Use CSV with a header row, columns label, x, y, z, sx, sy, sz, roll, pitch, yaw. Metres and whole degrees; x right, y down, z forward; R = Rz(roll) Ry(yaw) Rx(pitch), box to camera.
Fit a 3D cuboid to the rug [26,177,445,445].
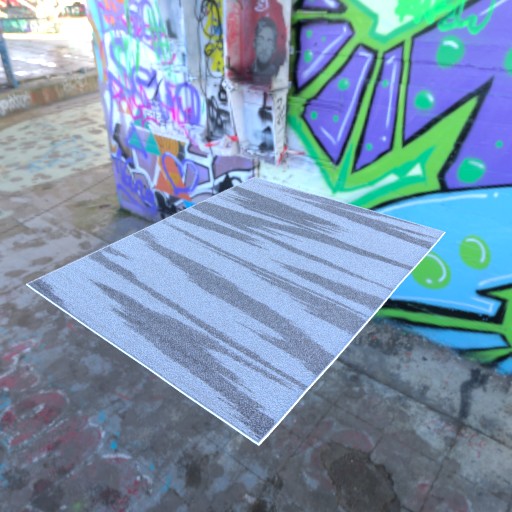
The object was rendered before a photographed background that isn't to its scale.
label,x,y,z,sx,sy,sz,roll,pitch,yaw
rug,0.000,0.000,3.891,2.353,0.014,2.945,22,38,32
